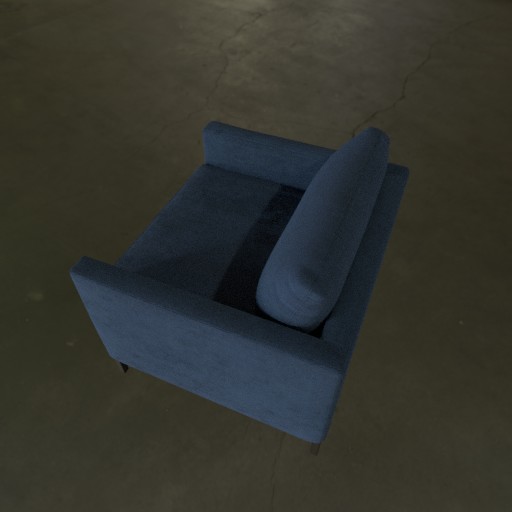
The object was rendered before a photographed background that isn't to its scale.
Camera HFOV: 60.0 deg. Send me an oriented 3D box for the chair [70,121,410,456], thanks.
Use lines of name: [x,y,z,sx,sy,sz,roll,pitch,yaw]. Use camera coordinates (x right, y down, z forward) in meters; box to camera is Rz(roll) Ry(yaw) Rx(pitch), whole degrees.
chair: [0.000,0.000,1.652,0.875,0.812,0.964,18,50,16]
